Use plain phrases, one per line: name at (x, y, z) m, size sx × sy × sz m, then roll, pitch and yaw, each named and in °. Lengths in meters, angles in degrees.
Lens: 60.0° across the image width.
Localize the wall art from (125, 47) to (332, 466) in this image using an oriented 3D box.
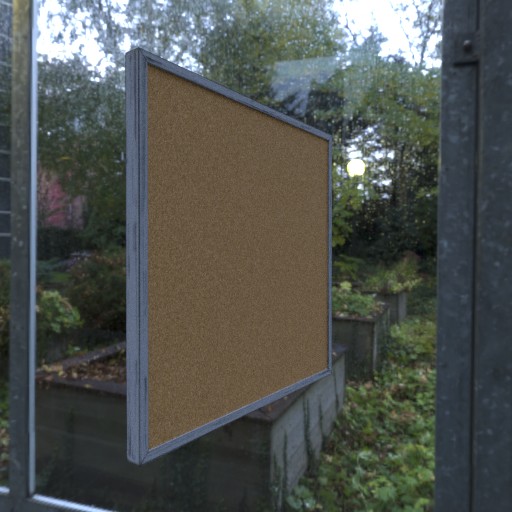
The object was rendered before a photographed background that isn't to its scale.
wall art at (0.000, 0.000, 1.119) m, size 0.037 × 0.761 × 0.761 m, roll 1°, pitch 1°, yaw 37°
